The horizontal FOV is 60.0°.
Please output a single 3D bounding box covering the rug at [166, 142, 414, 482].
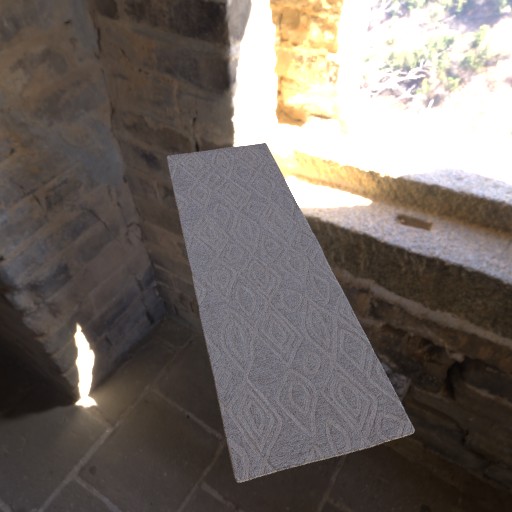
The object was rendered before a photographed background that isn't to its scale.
[{"bbox_3d":[0.000,0.000,2.668,0.807,0.013,2.436,-11,47,-10],"label":"rug"}]
